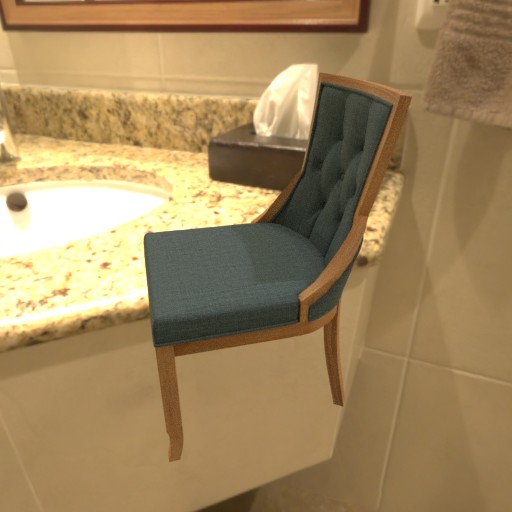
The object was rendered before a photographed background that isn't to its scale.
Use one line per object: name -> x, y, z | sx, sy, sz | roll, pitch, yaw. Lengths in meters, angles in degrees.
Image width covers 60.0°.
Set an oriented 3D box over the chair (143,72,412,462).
chair -> 0.000, 0.000, 1.305 | 0.641, 0.947, 0.524 | -7, 29, -13
